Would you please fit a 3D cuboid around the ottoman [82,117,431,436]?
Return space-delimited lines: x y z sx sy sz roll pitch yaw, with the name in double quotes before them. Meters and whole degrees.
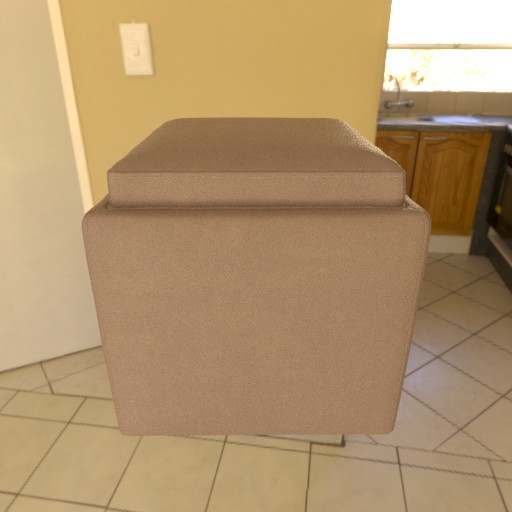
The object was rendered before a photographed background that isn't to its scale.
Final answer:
"ottoman" 0.000 0.000 0.807 0.450 0.460 0.451 0 25 0
